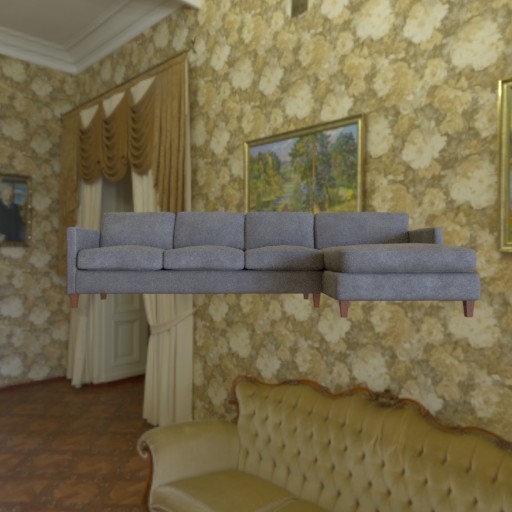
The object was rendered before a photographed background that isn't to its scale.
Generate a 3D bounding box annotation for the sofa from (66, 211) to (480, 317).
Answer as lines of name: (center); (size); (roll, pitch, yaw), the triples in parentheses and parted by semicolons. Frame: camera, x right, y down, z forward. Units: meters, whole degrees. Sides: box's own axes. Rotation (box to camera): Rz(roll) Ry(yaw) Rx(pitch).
sofa: (0.000, 0.000, 4.145); (3.471, 0.950, 1.604); (0, 0, -1)
